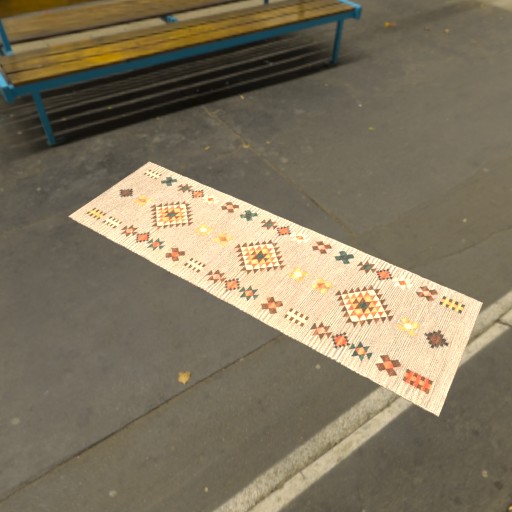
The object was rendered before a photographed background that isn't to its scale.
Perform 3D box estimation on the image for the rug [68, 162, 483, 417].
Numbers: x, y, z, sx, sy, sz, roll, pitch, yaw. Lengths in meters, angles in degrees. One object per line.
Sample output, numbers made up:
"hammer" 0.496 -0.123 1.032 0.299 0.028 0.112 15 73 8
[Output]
"rug" 0.000 0.000 2.639 2.432 0.008 0.766 25 51 23
